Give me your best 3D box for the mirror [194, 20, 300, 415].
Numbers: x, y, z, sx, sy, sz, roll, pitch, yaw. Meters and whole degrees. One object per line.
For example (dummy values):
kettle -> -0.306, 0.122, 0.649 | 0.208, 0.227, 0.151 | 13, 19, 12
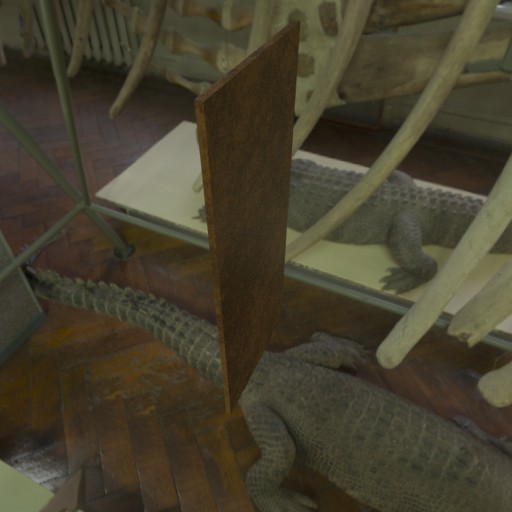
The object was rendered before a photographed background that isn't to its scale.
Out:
mirror -> 0.000, 0.000, 2.298 | 0.032, 2.031, 0.812 | 18, 47, 17
